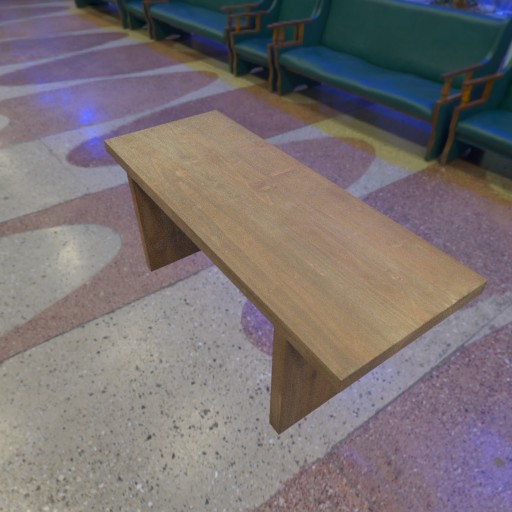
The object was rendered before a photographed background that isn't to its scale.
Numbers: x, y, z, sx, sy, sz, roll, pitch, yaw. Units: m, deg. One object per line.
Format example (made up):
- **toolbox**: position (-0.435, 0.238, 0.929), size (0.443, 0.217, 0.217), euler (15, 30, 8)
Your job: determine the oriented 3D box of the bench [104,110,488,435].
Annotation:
- **bench**: position (0.000, 0.000, 1.424), size (0.458, 0.458, 1.183), euler (-25, 47, -26)
